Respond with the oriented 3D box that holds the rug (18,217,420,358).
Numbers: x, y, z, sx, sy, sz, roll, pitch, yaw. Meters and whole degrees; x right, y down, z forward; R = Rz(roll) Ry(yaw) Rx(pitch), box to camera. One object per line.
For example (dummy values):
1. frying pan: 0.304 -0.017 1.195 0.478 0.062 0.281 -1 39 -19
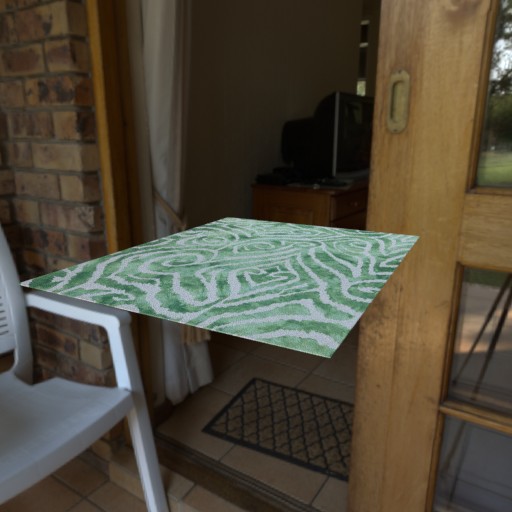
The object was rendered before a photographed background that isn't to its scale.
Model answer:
1. rug: 0.000 0.000 4.076 2.436 0.007 3.045 8 17 27
